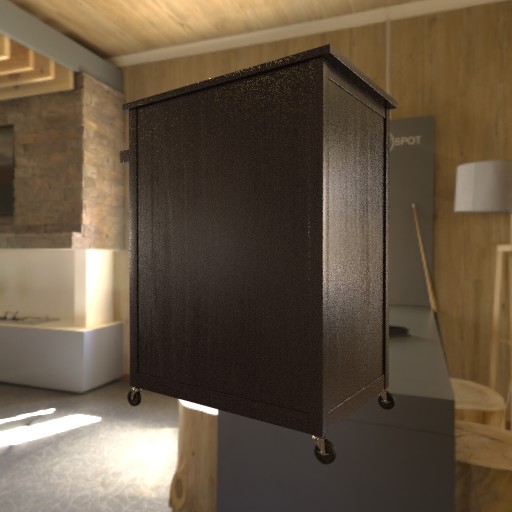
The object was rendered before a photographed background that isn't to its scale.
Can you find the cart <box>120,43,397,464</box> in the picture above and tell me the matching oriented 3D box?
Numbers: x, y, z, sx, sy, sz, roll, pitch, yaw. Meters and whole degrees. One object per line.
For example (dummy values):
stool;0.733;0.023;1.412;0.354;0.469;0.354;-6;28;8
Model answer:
cart;0.000;0.000;1.291;0.690;0.878;0.449;1;1;35
